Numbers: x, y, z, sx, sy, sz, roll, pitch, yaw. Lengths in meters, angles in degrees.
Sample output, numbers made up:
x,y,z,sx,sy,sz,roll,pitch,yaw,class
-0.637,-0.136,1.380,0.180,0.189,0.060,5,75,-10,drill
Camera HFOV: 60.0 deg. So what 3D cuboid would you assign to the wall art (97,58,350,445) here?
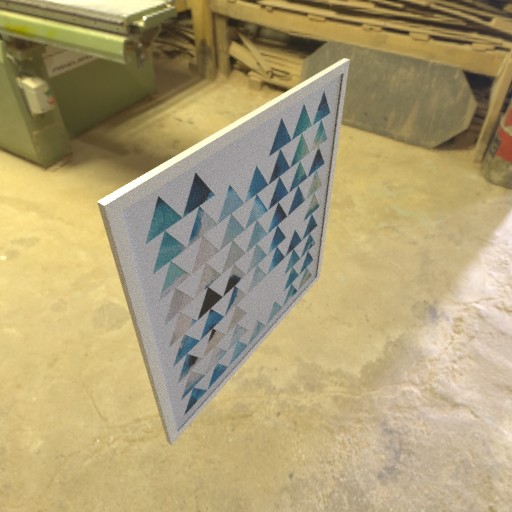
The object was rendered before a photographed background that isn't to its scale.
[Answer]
x,y,z,sx,sy,sz,roll,pitch,yaw,class
0.000,0.000,0.824,0.012,0.557,0.557,26,48,26,wall art
